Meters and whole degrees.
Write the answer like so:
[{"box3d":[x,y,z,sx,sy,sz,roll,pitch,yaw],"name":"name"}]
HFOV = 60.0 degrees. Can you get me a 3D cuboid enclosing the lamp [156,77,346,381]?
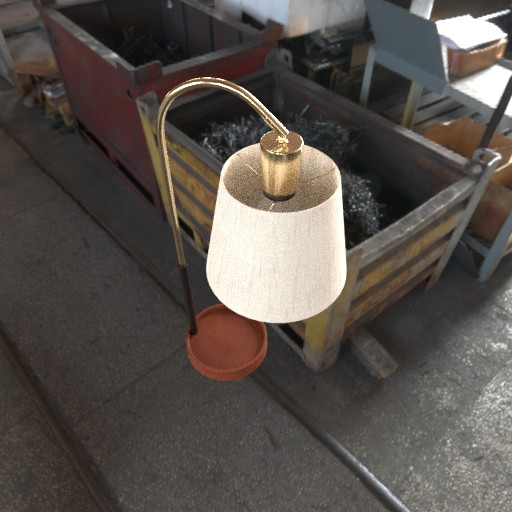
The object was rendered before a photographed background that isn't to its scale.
[{"box3d":[0.000,0.000,0.667,0.273,0.536,0.211,10,48,10],"name":"lamp"}]
